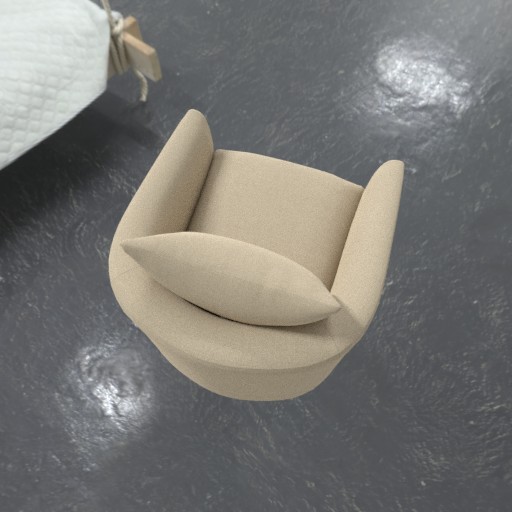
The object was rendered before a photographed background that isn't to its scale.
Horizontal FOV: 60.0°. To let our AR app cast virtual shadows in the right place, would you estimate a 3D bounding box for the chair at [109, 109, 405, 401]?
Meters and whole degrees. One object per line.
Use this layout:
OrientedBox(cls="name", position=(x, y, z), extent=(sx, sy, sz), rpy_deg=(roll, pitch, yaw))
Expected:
OrientedBox(cls="chair", position=(0.000, 0.000, 1.573), extent=(0.845, 0.848, 0.910), rpy_deg=(16, 65, 8))
